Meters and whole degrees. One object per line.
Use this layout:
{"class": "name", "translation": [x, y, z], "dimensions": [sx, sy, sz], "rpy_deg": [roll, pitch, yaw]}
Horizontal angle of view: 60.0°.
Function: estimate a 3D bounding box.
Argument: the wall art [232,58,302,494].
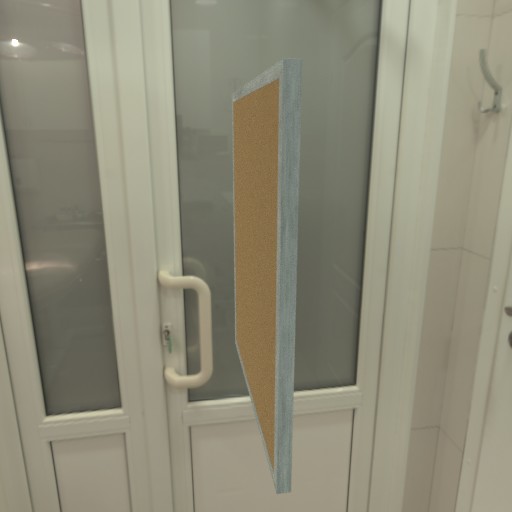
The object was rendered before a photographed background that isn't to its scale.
{"class": "wall art", "translation": [0.000, 0.000, 0.791], "dimensions": [0.022, 0.582, 0.479], "rpy_deg": [-3, 16, -9]}
